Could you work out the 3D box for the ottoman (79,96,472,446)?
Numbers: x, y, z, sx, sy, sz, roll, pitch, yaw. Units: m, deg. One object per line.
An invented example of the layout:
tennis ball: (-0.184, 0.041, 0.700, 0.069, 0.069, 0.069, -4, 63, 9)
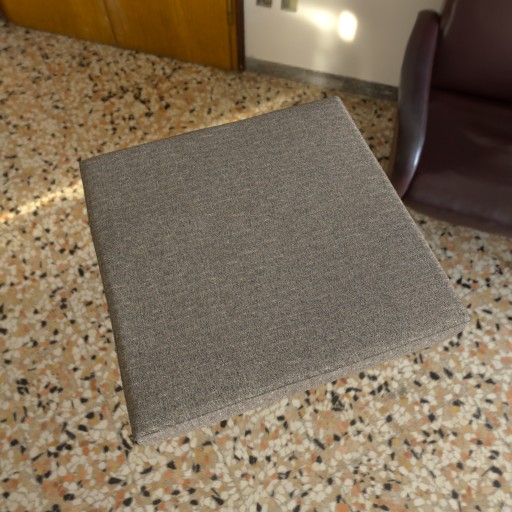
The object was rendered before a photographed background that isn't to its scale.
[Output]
ottoman: (0.000, 0.000, 1.547, 1.016, 0.379, 0.981, -17, 64, -9)
